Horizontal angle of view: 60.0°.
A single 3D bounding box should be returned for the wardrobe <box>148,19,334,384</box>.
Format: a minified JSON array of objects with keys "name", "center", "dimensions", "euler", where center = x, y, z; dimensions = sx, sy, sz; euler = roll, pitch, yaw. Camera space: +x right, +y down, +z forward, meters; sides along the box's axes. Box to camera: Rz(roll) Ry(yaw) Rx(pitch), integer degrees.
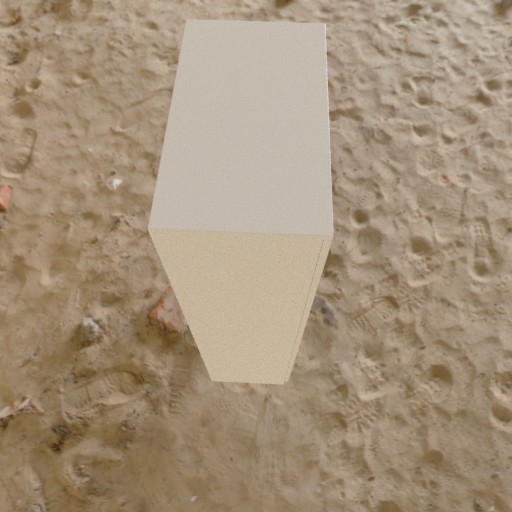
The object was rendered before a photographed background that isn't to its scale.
[{"name":"wardrobe","center":[0.000,0.000,1.955],"dimensions":[0.470,1.700,0.760],"euler":[2,63,1]}]
